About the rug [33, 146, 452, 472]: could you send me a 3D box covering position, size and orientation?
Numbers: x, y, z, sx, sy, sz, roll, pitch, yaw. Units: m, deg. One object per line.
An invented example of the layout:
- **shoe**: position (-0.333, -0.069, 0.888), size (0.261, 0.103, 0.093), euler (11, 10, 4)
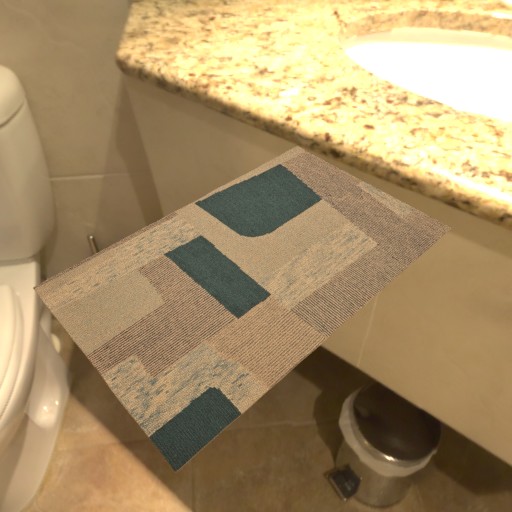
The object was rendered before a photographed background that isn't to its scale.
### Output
- **rug**: position (0.000, 0.000, 2.986), size (2.436, 0.015, 1.521), euler (-34, 54, -29)
